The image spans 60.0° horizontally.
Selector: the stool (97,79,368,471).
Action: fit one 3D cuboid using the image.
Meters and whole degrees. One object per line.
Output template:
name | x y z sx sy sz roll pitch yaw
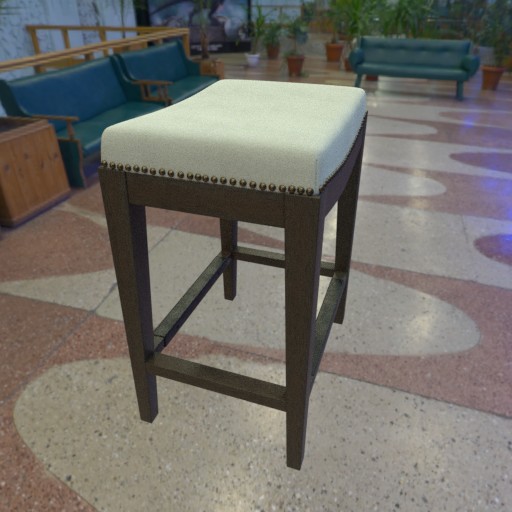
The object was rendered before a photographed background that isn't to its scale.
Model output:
stool | 0.000 0.000 0.960 0.361 0.642 0.500 10 33 17
